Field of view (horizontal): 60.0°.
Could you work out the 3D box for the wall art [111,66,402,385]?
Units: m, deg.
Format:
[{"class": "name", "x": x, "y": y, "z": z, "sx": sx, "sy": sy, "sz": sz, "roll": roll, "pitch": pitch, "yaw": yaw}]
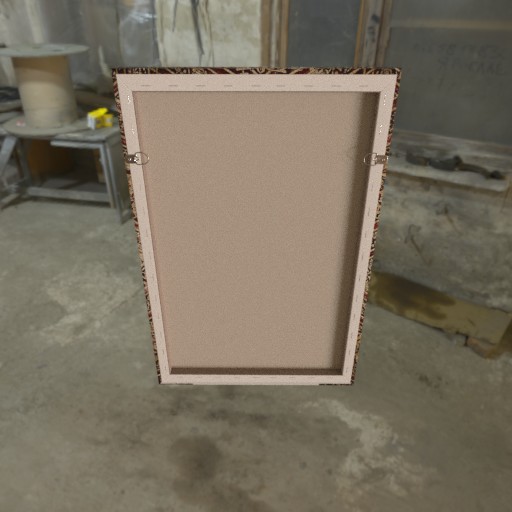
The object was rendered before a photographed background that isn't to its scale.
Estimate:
[{"class": "wall art", "x": 0.000, "y": 0.000, "z": 1.148, "sx": 0.599, "sy": 0.904, "sz": 0.030, "roll": 0, "pitch": 30, "yaw": 0}]
